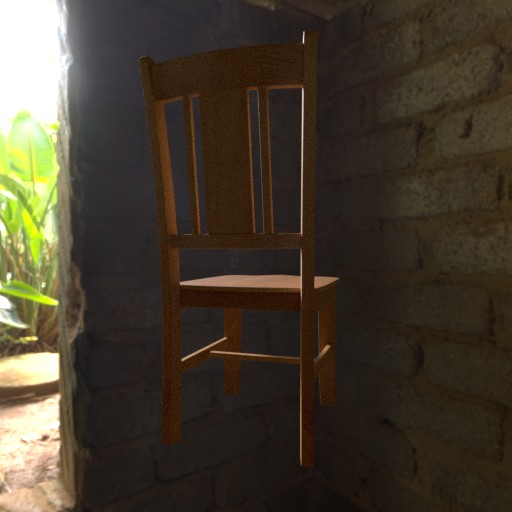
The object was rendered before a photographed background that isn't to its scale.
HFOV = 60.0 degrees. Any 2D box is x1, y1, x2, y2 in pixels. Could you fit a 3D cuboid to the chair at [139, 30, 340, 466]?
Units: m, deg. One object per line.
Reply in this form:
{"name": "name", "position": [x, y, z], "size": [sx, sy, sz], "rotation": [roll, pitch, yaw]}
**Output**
{"name": "chair", "position": [0.000, 0.000, 1.287], "size": [0.450, 0.998, 0.556], "rotation": [0, 1, 18]}
